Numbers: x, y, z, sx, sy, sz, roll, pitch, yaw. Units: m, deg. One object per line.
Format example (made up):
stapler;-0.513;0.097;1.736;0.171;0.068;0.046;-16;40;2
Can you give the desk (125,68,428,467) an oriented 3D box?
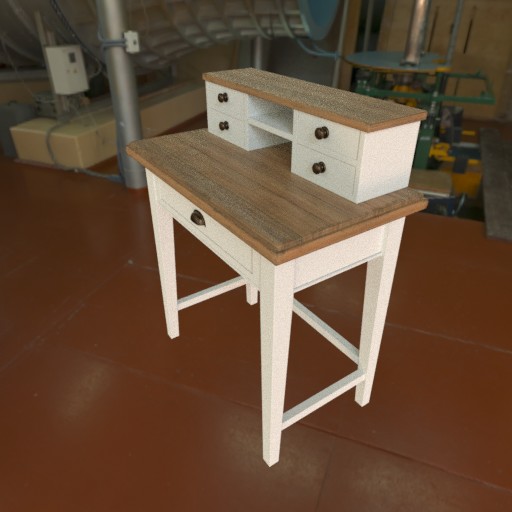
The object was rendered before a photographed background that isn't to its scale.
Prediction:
desk;0.000;0.000;1.405;0.462;0.981;0.814;-20;37;-29
